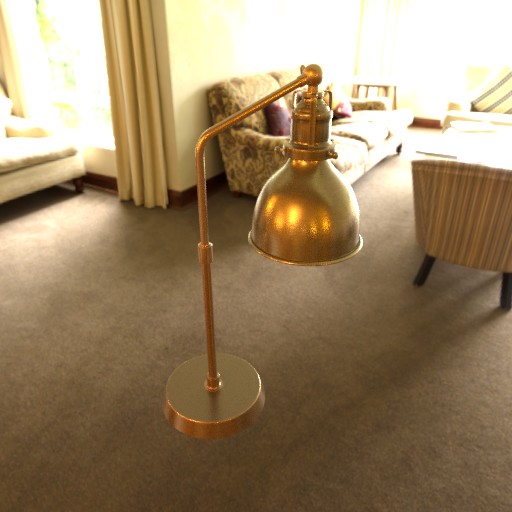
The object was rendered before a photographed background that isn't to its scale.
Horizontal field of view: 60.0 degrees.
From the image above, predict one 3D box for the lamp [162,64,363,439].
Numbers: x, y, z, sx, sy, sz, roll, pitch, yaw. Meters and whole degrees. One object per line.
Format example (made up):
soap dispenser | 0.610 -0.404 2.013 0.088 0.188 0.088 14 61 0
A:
lamp | 0.000 0.000 0.576 0.286 0.456 0.153 -9 30 -17
